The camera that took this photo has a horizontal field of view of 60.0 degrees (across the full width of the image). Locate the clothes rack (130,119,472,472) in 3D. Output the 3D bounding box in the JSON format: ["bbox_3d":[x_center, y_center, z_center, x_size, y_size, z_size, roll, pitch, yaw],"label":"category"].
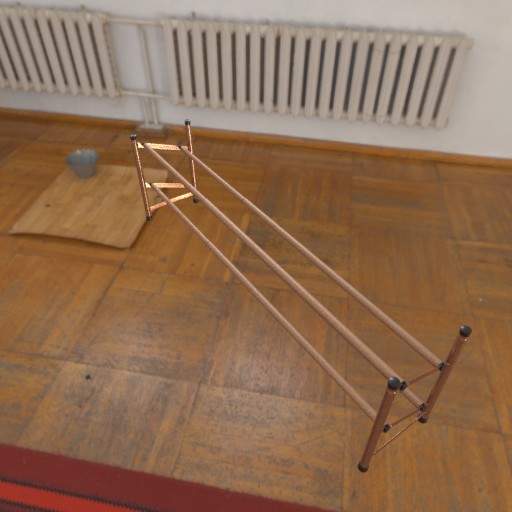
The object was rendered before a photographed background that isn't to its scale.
[{"bbox_3d":[0.000,0.000,1.288,0.229,0.349,1.168,-25,47,-25],"label":"clothes rack"}]
